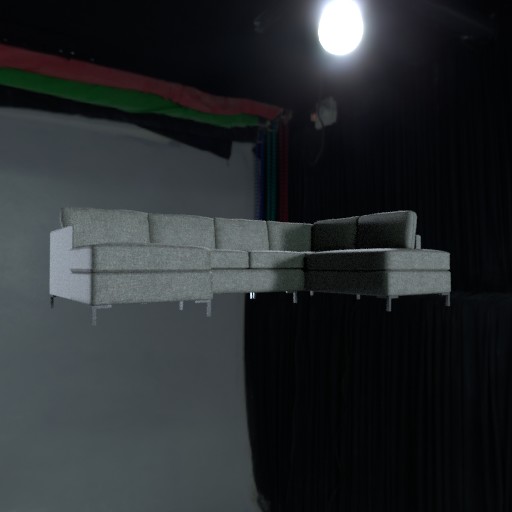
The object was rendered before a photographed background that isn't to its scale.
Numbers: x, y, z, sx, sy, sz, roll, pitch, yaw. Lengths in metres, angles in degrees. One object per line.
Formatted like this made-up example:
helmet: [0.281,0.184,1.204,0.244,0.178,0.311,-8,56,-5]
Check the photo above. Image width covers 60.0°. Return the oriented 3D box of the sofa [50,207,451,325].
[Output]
sofa: [0.000,0.000,4.336,3.423,0.999,2.048,1,-2,-35]
